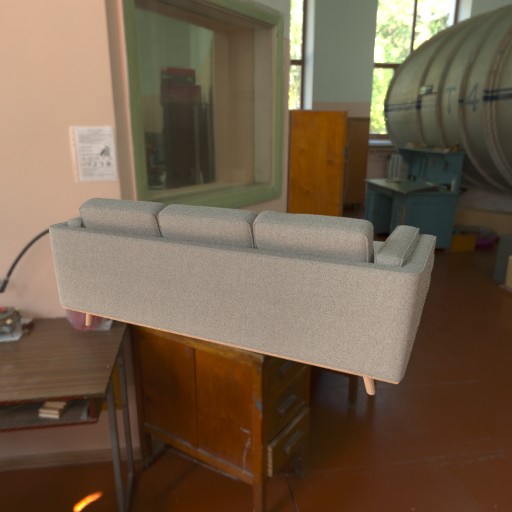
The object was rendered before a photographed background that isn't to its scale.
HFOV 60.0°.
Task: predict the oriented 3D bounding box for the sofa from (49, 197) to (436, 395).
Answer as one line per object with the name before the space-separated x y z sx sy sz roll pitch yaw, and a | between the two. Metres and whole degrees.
sofa | 0.000 0.000 3.247 2.411 0.929 1.604 7 18 24
